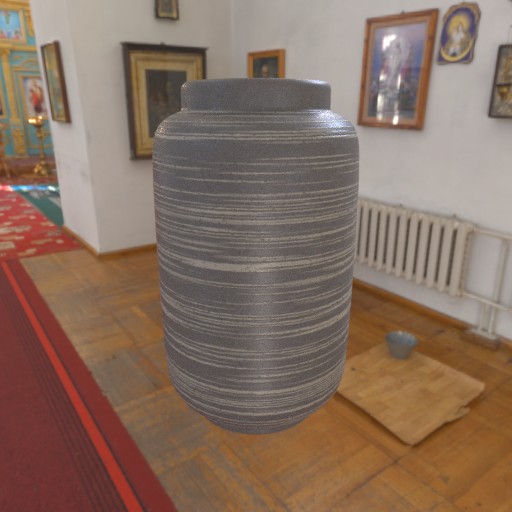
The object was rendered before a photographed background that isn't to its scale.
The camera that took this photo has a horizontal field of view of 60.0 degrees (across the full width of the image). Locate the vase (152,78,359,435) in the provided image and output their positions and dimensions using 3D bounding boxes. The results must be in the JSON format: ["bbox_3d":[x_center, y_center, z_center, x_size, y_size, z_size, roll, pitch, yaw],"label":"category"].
[{"bbox_3d":[0.000,0.000,0.685,0.297,0.499,0.297,0,18,0],"label":"vase"}]
